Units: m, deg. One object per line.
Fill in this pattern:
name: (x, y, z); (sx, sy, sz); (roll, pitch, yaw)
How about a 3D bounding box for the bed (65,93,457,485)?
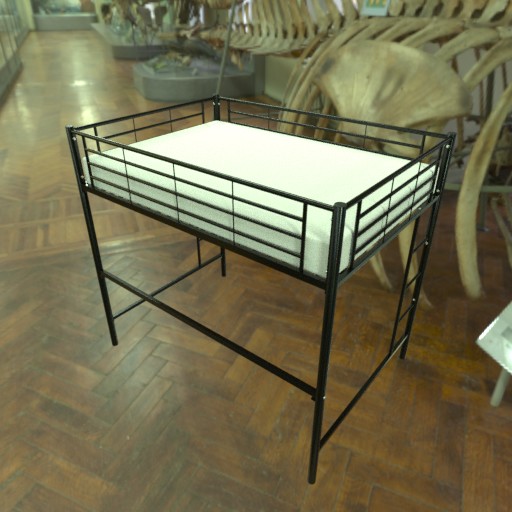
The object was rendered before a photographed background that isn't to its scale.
bed: (0.000, 0.000, 3.179); (1.994, 1.803, 1.397); (22, 37, 33)
